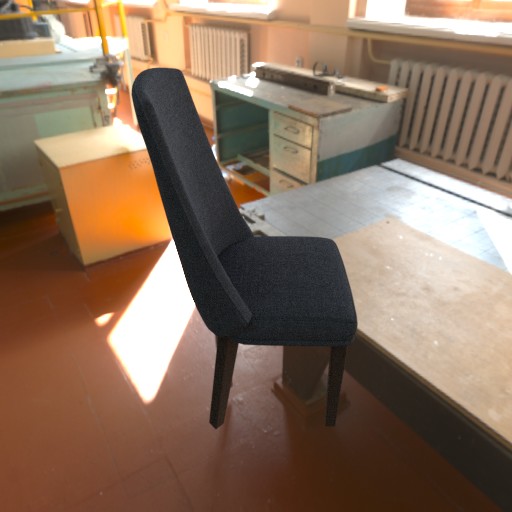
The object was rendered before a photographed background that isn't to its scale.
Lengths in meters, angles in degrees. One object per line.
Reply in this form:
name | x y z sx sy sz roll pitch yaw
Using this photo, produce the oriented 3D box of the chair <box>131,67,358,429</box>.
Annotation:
chair | 0.000 0.000 1.354 0.577 1.050 0.510 0 32 1
